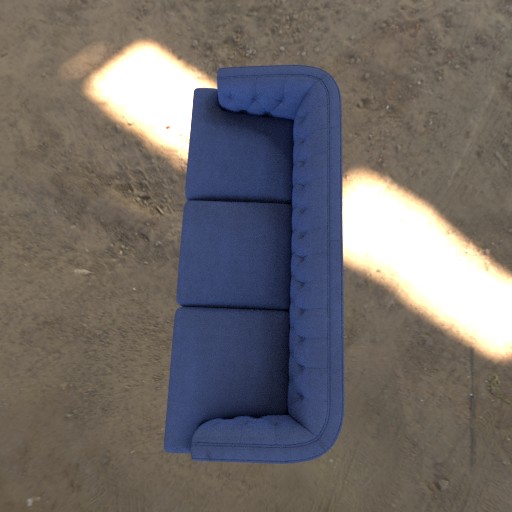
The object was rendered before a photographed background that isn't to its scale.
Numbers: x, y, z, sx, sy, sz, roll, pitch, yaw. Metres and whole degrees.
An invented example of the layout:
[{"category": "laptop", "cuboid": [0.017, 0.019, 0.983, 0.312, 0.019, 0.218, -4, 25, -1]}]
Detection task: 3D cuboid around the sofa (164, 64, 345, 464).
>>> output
[{"category": "sofa", "cuboid": [0.000, 0.000, 2.682, 0.914, 0.787, 2.235, 2, 76, 1]}]
